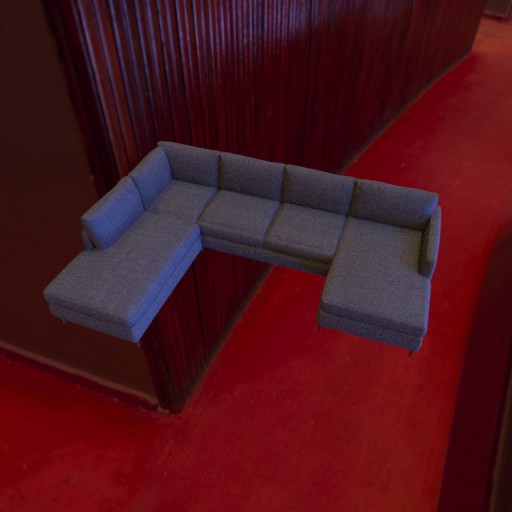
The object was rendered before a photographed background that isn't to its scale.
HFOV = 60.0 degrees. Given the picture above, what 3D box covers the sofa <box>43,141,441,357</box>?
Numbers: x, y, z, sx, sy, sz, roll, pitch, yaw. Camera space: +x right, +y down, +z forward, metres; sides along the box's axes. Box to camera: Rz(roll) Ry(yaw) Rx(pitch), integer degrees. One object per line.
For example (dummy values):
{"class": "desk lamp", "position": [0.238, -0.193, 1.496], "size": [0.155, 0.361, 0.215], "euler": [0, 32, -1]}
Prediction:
{"class": "sofa", "position": [0.000, 0.000, 3.585], "size": [2.737, 0.753, 1.879], "euler": [14, 45, 14]}
